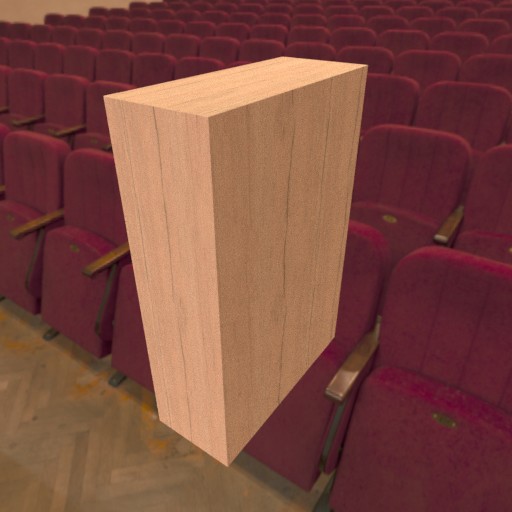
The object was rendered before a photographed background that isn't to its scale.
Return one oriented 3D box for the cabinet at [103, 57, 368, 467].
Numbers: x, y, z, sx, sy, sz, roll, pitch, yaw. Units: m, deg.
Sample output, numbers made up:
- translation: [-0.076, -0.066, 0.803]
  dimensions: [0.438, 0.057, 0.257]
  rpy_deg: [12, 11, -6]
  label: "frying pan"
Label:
- translation: [0.000, 0.000, 2.738]
  dimensions: [0.580, 2.070, 1.400]
  rpy_deg: [21, 37, 29]
  label: "cabinet"
